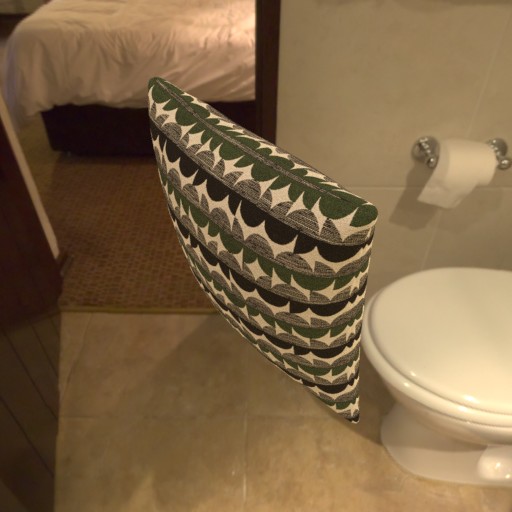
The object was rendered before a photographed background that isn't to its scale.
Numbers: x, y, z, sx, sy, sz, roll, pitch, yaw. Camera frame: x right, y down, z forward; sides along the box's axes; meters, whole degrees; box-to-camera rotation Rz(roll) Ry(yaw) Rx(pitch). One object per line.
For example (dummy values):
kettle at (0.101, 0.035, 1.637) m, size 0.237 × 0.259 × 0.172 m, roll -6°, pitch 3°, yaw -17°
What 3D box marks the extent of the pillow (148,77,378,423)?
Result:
pillow at (0.000, 0.000, 0.638) m, size 0.180 × 0.404 × 0.419 m, roll -26°, pitch 47°, yaw -27°
